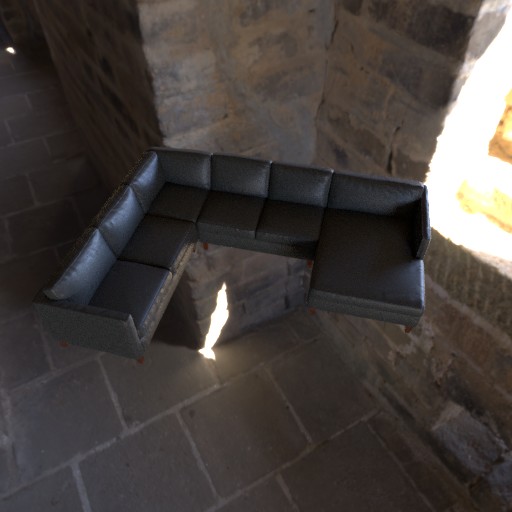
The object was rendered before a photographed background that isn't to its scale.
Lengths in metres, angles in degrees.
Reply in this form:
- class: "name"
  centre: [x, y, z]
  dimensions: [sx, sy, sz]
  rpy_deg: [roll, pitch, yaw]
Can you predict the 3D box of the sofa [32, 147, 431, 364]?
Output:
- class: "sofa"
  centre: [0.000, 0.000, 4.636]
  dimensions: [3.460, 0.923, 2.593]
  rpy_deg: [10, 46, 9]
